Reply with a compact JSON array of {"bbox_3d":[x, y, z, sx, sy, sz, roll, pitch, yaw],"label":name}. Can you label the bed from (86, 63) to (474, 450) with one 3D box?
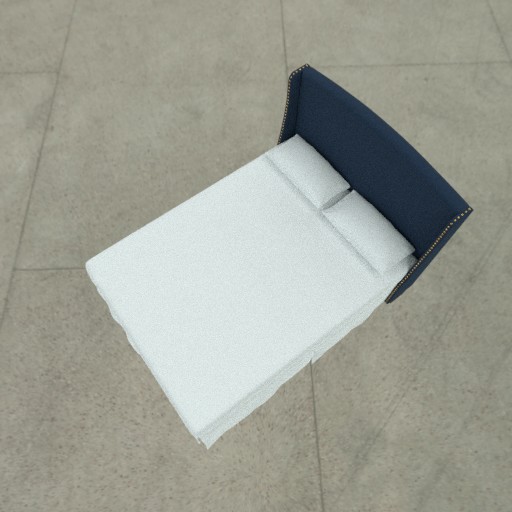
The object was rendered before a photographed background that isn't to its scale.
[{"bbox_3d":[0.000,0.000,3.261,2.223,1.402,1.604,-34,69,-15],"label":"bed"}]
